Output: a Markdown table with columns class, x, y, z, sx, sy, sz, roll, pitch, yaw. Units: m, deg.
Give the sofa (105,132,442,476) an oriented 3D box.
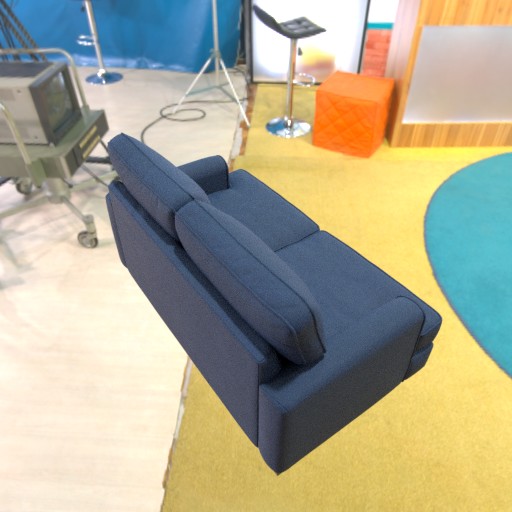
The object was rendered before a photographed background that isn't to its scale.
| class | x | y | z | sx | sy | sz | roll | pitch | yaw |
| --- | --- | --- | --- | --- | --- | --- | --- | --- | --- |
| sofa | 0.000 | 0.000 | 2.243 | 0.965 | 0.965 | 1.651 | -25 | 47 | -26 |
